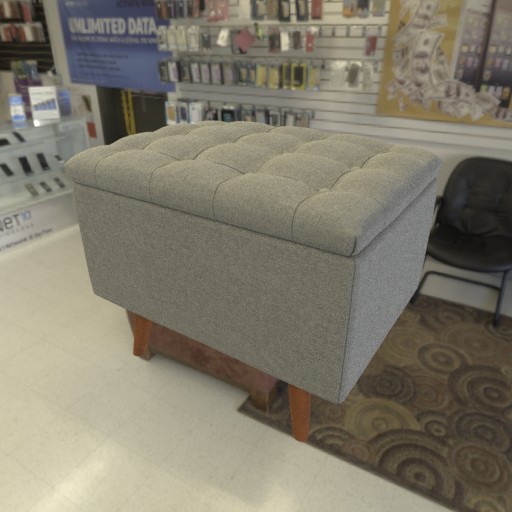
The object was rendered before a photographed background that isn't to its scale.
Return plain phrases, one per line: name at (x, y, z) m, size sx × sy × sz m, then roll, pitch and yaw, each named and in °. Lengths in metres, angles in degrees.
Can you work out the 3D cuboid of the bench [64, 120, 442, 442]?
bench at (0.000, 0.000, 0.901) m, size 0.572 × 0.469 × 0.417 m, roll 17°, pitch 32°, yaw 29°
